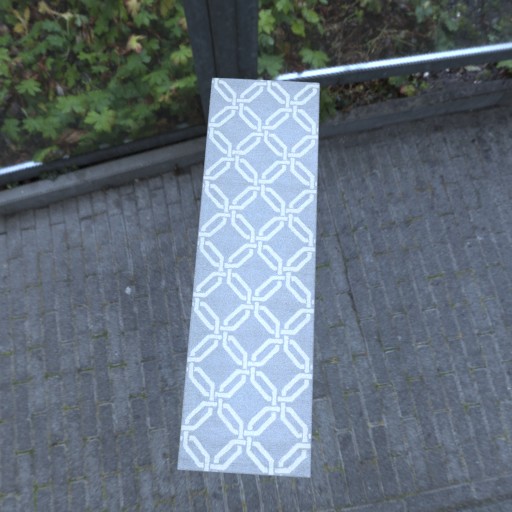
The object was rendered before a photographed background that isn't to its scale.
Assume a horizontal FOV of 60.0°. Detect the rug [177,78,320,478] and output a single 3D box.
[{"bbox_3d":[0.000,0.000,2.515,0.678,0.014,2.276,3,76,1],"label":"rug"}]
